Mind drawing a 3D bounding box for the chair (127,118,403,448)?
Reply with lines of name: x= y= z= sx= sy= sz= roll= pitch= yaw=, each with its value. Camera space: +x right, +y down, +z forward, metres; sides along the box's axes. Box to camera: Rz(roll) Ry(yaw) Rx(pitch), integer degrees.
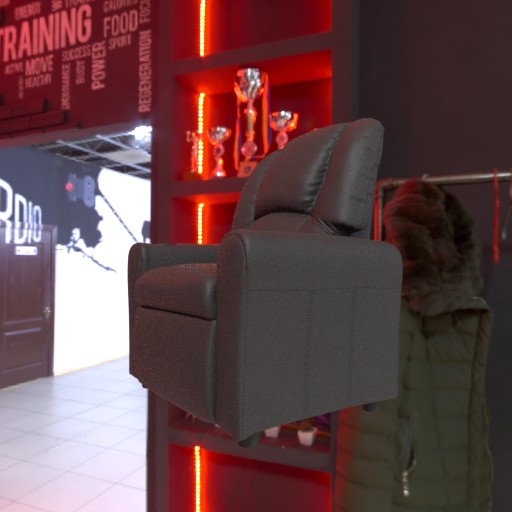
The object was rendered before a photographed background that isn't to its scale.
chair: x=0.000 y=0.000 z=1.132 sx=0.521 sy=0.709 sz=0.610 roll=1 pitch=-2 yaw=-35
